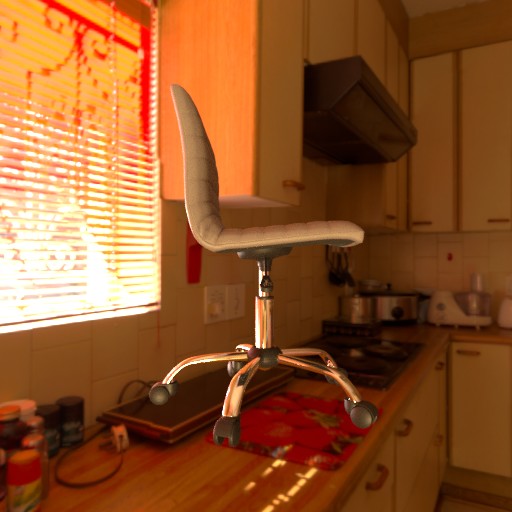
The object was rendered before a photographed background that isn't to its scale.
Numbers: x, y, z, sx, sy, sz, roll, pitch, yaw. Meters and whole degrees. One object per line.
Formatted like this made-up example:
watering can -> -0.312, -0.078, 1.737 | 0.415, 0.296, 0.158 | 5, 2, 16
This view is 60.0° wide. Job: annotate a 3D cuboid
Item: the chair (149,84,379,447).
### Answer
chair -> 0.000, 0.000, 1.134 | 0.542, 0.750, 0.569 | 0, 0, 0
